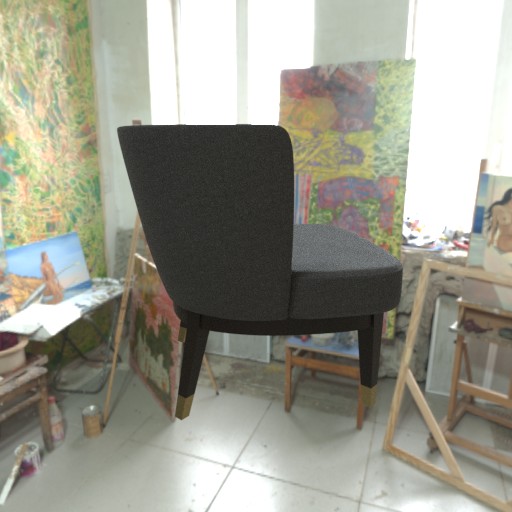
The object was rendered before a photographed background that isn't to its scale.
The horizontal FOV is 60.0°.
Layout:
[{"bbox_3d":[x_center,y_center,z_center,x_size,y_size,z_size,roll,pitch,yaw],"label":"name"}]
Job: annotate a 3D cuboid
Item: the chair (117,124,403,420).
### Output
[{"bbox_3d":[0.000,0.000,1.255,0.698,0.695,0.639,-2,15,-9],"label":"chair"}]
